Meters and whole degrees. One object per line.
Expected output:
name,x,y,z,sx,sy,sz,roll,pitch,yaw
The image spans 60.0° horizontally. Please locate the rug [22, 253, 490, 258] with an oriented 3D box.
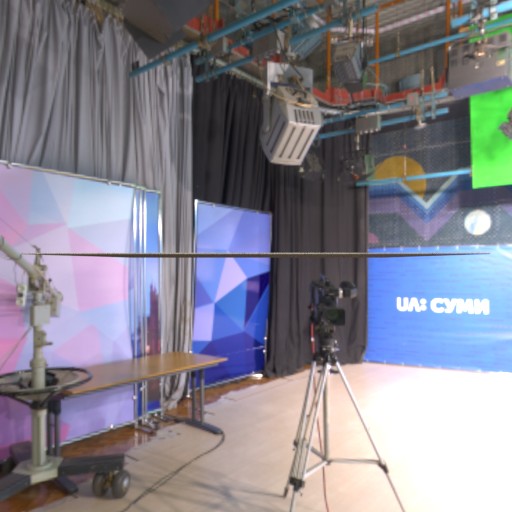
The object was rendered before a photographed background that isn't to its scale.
rug,0.000,0.000,4.065,3.036,0.008,2.440,0,-1,1
